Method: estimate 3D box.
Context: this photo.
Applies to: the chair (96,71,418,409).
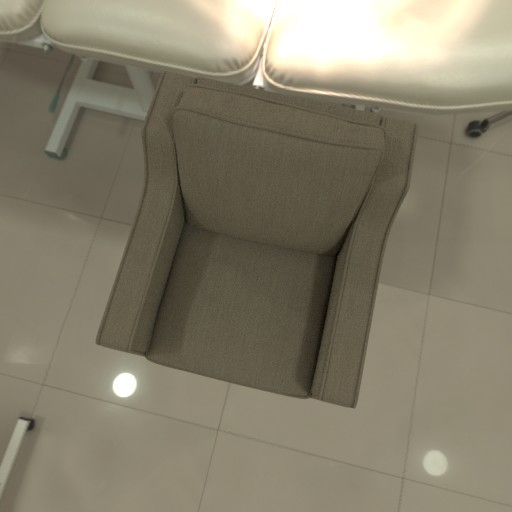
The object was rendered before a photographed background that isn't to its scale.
[{"bbox_3d":[0.000,0.000,1.620,0.831,0.960,0.909,13,75,3],"label":"chair"}]
